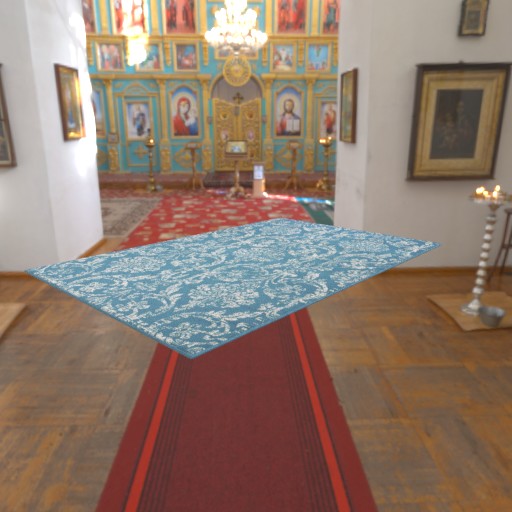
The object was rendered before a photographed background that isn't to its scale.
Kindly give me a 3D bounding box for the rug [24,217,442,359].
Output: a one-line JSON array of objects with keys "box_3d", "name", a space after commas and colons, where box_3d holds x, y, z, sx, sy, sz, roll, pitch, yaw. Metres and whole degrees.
[{"box_3d": [0.000, 0.000, 3.429, 1.816, 0.018, 2.746, 14, 21, 41], "name": "rug"}]
